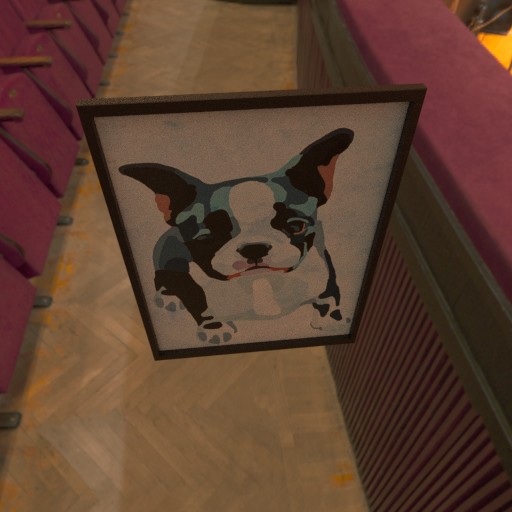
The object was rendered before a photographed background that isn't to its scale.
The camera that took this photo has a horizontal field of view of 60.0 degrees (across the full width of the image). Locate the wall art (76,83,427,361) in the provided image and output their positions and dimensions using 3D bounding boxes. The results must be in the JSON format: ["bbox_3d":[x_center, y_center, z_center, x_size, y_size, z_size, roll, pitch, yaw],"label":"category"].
[{"bbox_3d":[0.000,0.000,1.348,0.774,1.027,0.030,-4,46,-4],"label":"wall art"}]
